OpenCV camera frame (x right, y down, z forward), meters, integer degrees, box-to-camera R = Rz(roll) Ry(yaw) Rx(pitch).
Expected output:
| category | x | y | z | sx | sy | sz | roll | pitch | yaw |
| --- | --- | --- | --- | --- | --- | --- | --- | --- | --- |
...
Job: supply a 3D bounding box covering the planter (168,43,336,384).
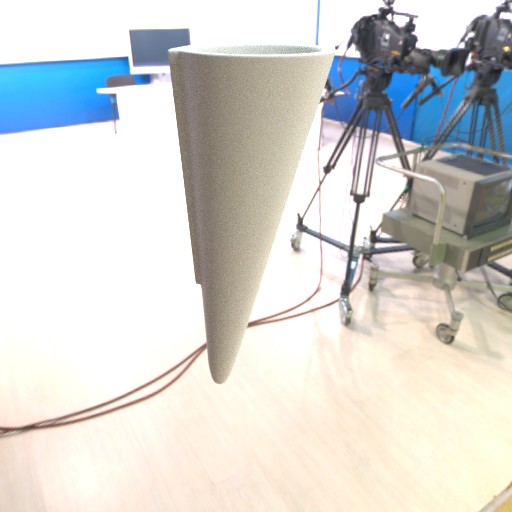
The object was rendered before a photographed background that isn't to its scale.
| category | x | y | z | sx | sy | sz | roll | pitch | yaw |
| --- | --- | --- | --- | --- | --- | --- | --- | --- | --- |
| planter | 0.000 | 0.000 | 0.227 | 0.064 | 0.193 | 0.057 | 10 | 31 | 17 |
